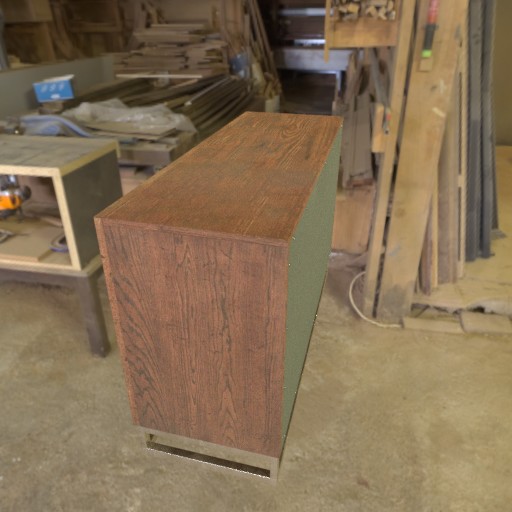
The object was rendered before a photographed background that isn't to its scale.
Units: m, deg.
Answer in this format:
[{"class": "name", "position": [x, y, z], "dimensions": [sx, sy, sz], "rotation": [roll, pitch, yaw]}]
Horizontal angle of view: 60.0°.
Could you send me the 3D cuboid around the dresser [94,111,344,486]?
[{"class": "dresser", "position": [0.000, 0.000, 2.202], "dimensions": [0.623, 1.061, 1.646], "rotation": [7, 30, 13]}]
